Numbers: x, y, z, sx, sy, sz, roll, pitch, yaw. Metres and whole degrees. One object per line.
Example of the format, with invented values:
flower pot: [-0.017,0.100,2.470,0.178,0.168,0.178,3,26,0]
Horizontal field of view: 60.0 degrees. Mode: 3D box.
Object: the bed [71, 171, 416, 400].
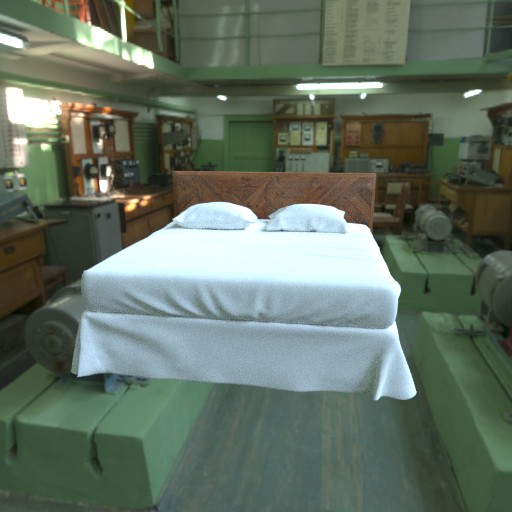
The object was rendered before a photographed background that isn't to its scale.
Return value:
bed: [0.000,0.000,3.539,2.255,1.158,2.165,2,15,8]
